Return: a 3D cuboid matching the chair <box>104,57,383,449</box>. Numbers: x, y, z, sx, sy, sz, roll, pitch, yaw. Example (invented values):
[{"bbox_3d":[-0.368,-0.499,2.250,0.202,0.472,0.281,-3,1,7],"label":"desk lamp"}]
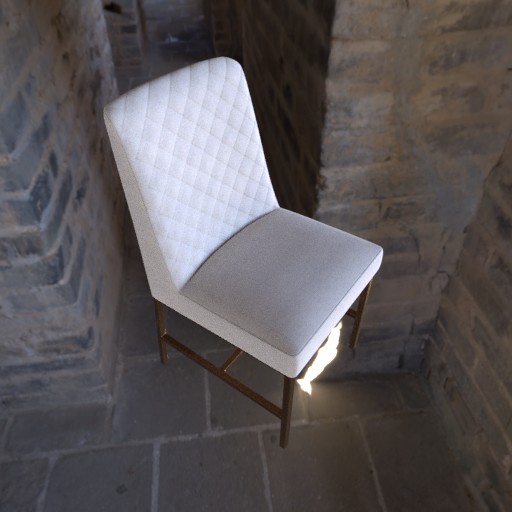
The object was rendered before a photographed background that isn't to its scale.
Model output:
[{"bbox_3d":[0.000,0.000,1.299,0.597,0.933,0.503,26,48,26],"label":"chair"}]
